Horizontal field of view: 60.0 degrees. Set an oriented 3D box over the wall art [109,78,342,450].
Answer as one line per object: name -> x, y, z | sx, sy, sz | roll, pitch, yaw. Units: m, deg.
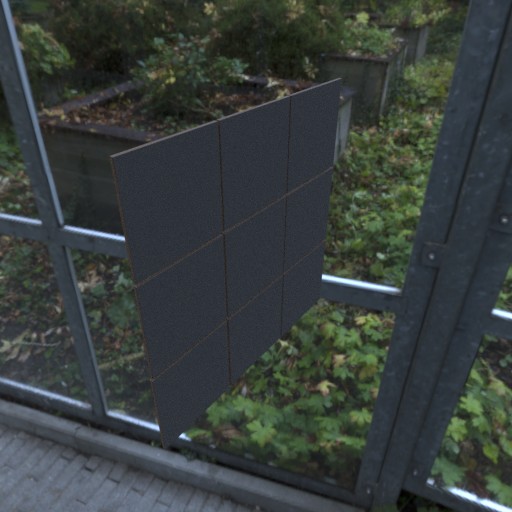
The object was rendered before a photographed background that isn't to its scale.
wall art -> 0.000, 0.000, 1.850 | 0.013, 1.216, 1.216 | 22, 39, 31
